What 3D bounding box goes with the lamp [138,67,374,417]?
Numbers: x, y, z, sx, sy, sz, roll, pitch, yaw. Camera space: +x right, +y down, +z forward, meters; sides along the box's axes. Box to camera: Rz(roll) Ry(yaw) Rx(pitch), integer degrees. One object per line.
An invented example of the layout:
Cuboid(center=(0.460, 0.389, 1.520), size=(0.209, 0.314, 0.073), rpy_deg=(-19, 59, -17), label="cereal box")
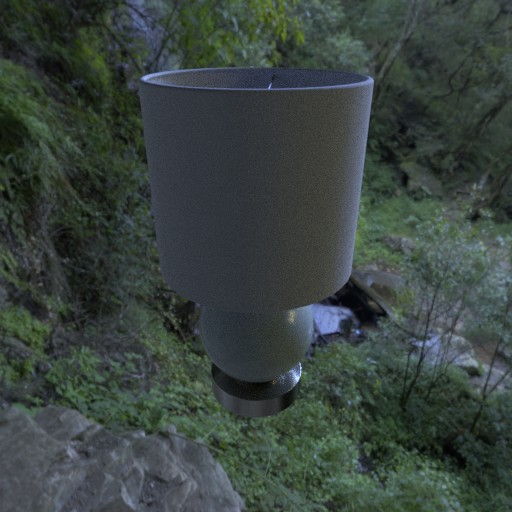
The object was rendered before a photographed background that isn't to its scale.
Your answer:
Cuboid(center=(0.000, 0.000, 0.467), size=(0.201, 0.353, 0.201), rpy_deg=(-9, 28, -17), label="lamp")
